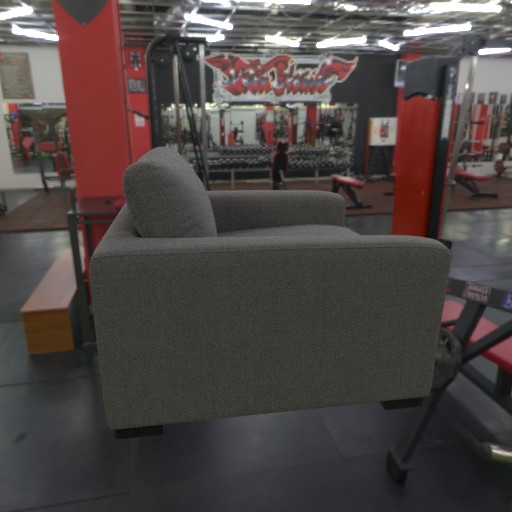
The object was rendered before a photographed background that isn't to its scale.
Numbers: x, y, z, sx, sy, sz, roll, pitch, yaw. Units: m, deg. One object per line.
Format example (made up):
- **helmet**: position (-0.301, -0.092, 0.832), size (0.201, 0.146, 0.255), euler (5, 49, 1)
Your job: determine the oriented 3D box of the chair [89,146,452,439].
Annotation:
- **chair**: position (0.000, 0.000, 1.826), size (1.100, 0.847, 1.070), euler (-3, 17, -9)
